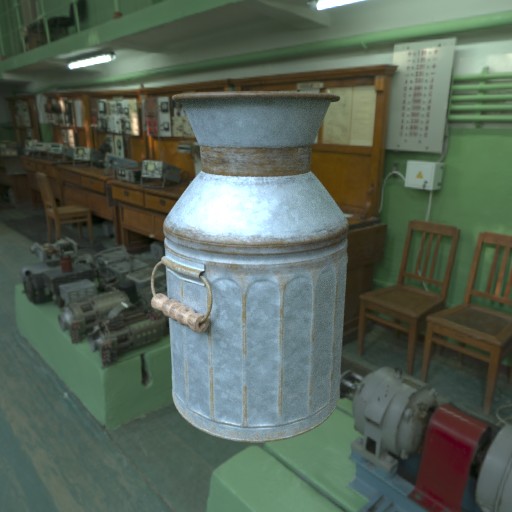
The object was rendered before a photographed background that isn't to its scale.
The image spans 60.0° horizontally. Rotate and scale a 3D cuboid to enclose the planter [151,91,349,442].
[{"bbox_3d":[0.000,0.000,0.526,0.248,0.358,0.215,-16,23,-41],"label":"planter"}]
